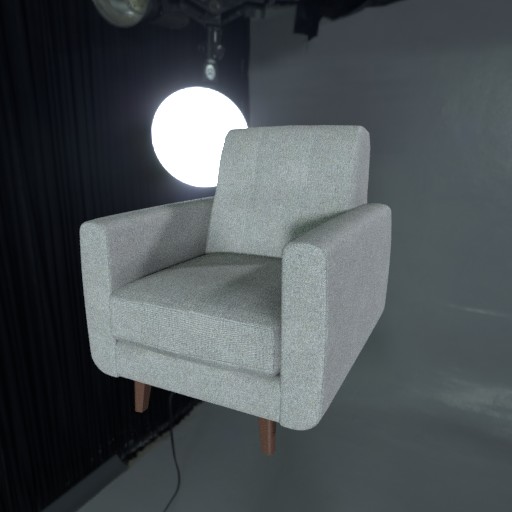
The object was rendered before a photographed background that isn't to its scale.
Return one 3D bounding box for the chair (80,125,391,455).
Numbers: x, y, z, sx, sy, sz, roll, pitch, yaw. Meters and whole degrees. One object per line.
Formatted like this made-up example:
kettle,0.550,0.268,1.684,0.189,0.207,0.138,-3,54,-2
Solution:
chair,0.000,0.000,1.655,0.845,0.968,0.942,7,15,26
